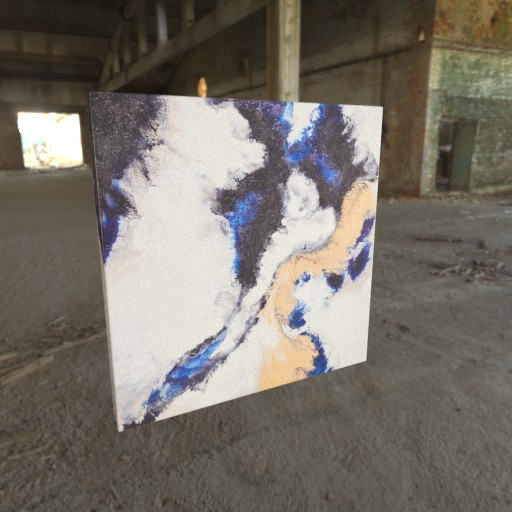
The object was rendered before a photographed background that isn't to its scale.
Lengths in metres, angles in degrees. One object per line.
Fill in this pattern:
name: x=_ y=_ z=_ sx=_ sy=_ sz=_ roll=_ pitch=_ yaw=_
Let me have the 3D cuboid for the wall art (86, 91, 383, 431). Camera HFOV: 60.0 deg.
wall art: x=0.000 y=0.000 z=0.918 sx=0.609 sy=0.609 sz=0.039 roll=-7 pitch=16 yaw=-27
